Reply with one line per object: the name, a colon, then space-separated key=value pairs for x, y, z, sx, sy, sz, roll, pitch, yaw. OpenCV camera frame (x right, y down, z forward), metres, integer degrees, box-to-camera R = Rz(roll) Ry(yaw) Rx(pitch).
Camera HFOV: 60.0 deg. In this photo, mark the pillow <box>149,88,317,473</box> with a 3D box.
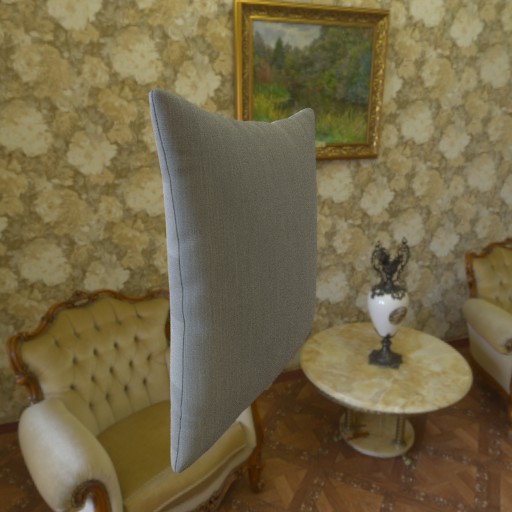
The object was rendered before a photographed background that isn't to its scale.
pillow: x=0.000 y=0.000 z=0.770 sx=0.161 sy=0.509 sz=0.511 roll=8 pitch=17 yaw=25
